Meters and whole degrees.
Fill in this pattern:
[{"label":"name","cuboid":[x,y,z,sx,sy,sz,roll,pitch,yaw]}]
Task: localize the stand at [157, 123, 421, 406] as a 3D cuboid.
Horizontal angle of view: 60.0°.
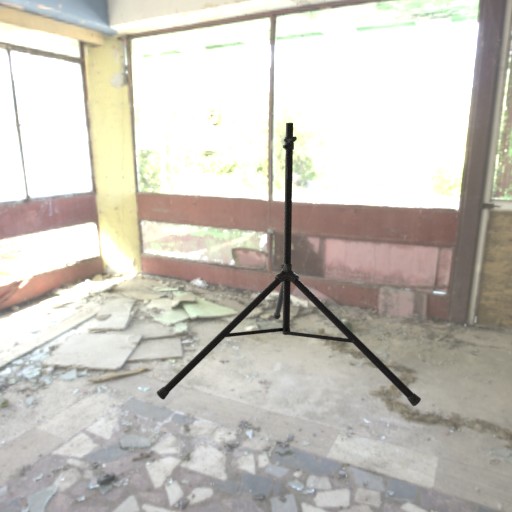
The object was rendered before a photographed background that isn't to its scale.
[{"label":"stand","cuboid":[0.000,0.000,2.752,1.339,1.595,1.596,-7,15,-27]}]
